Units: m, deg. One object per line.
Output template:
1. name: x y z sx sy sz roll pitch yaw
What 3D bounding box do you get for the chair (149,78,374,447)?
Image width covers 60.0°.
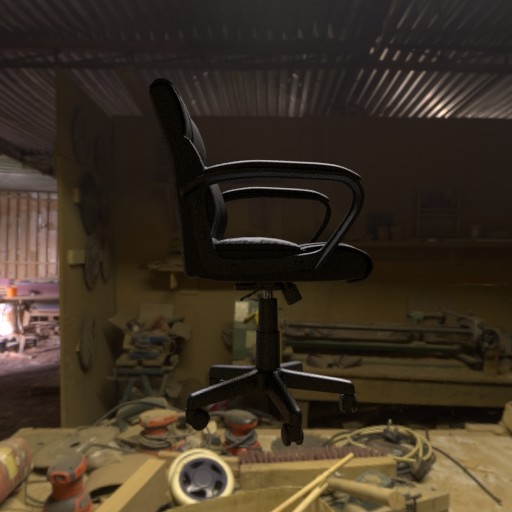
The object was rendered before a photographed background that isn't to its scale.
1. chair: 0.000 0.000 1.399 0.641 0.998 0.576 0 1 1
